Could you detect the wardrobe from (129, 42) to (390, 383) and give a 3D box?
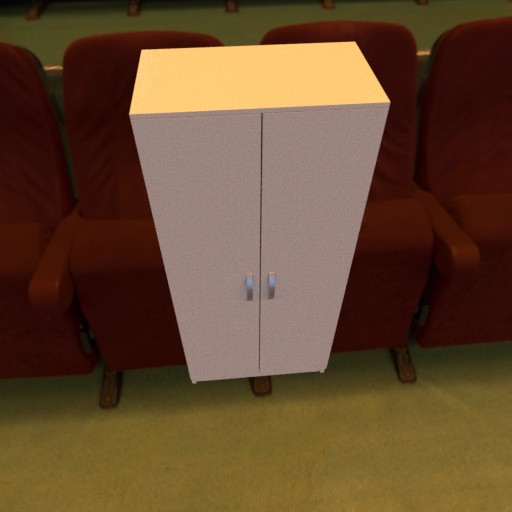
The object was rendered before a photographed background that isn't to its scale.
[{"bbox_3d":[0.000,0.000,2.042,0.760,1.700,0.470,-4,48,-4],"label":"wardrobe"}]
